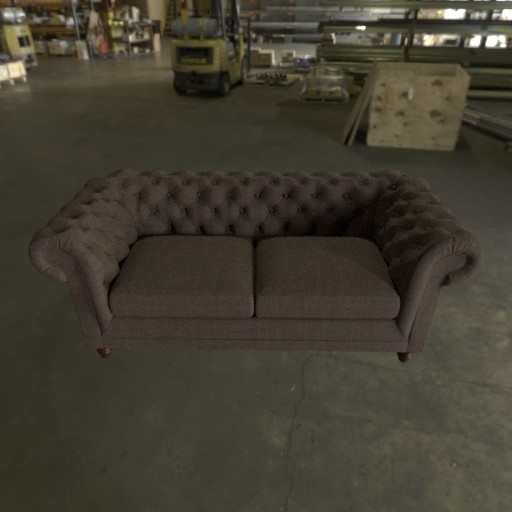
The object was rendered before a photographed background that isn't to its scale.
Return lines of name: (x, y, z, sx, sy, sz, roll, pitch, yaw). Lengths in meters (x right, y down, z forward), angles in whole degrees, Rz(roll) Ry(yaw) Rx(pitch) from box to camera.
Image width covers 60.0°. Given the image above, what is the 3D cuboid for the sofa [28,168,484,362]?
sofa: (0.000, 0.000, 2.493, 2.048, 0.780, 0.944, 1, 30, 1)
